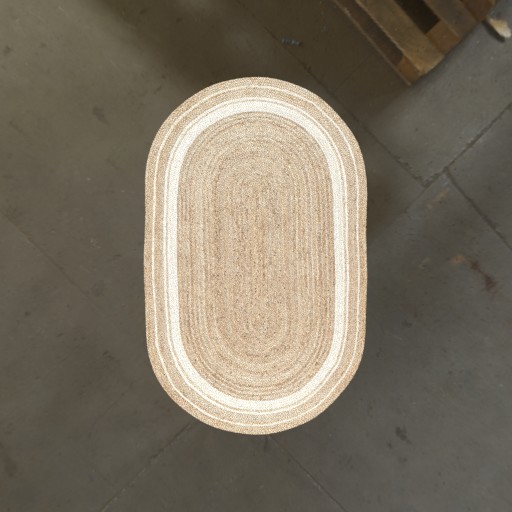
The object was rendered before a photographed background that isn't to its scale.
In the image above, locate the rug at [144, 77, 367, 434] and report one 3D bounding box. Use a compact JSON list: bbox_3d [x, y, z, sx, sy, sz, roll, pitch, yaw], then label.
[{"bbox_3d":[0.000,0.000,3.018,1.520,0.006,2.432,0,90,-1],"label":"rug"}]
